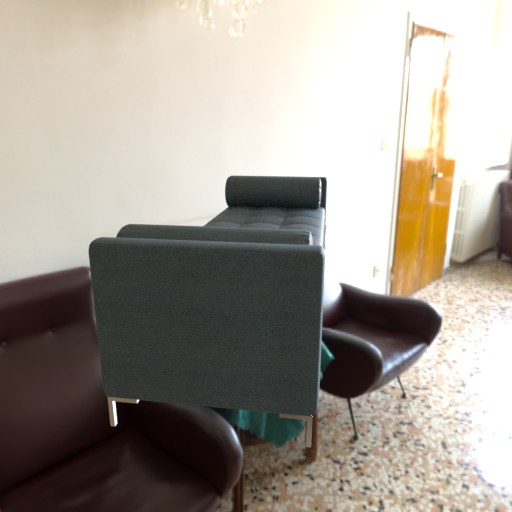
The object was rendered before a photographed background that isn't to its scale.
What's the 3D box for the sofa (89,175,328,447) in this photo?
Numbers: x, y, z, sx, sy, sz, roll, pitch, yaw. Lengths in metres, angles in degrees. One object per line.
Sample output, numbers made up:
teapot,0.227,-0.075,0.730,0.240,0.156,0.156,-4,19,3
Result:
sofa,0.000,0.000,2.248,0.686,0.635,1.981,2,16,9
